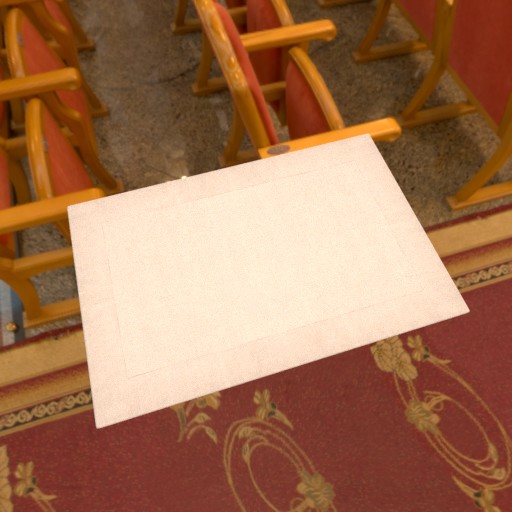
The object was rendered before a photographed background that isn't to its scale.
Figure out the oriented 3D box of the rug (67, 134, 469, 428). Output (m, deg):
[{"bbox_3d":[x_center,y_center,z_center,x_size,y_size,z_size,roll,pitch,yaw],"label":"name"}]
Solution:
[{"bbox_3d":[0.000,0.000,2.326,1.829,0.013,1.219,-15,63,-8],"label":"rug"}]
